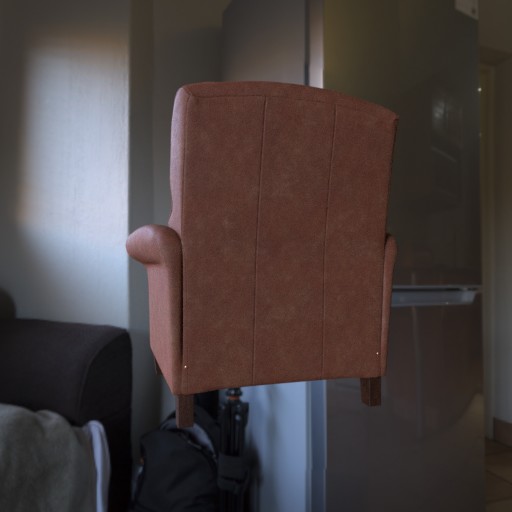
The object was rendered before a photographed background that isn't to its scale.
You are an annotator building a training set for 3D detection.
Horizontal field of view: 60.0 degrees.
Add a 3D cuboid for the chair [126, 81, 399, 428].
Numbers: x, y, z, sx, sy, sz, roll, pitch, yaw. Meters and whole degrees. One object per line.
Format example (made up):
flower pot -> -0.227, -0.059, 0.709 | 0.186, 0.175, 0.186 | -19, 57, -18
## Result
chair -> 0.000, 0.000, 1.775 | 0.978, 1.061, 0.902 | 0, -1, -18
